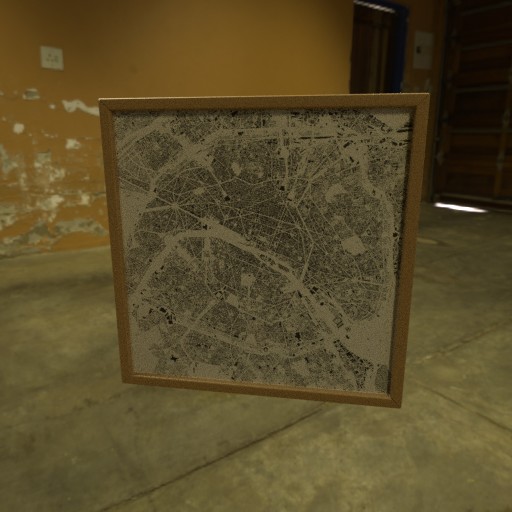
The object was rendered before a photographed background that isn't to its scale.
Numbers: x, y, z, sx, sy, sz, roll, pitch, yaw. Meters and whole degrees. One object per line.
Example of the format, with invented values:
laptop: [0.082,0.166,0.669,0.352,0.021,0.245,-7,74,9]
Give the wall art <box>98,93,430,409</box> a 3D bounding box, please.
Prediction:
wall art: [0.000,0.000,0.751,0.509,0.509,0.036,2,15,9]
